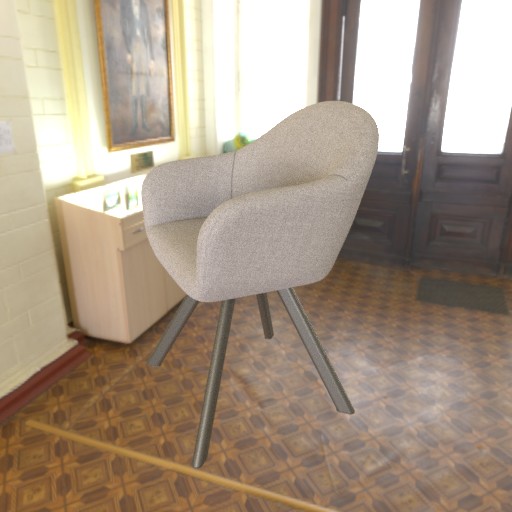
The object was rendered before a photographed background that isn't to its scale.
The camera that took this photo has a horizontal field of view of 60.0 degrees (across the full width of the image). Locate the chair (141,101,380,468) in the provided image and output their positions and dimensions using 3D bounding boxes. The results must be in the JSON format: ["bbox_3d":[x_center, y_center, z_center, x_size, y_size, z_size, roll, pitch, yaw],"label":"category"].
[{"bbox_3d":[0.000,0.000,1.202,0.550,0.795,0.590,-9,21,-24],"label":"chair"}]
